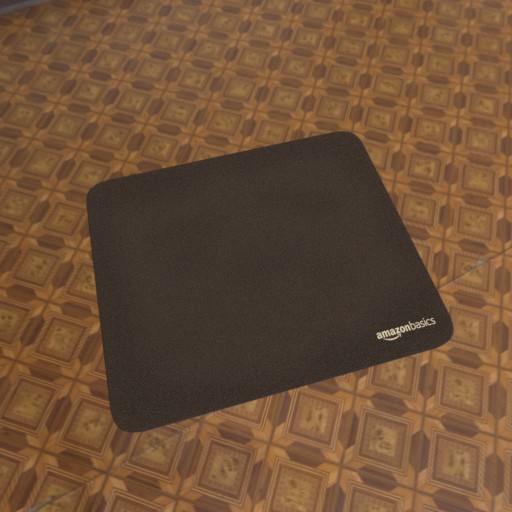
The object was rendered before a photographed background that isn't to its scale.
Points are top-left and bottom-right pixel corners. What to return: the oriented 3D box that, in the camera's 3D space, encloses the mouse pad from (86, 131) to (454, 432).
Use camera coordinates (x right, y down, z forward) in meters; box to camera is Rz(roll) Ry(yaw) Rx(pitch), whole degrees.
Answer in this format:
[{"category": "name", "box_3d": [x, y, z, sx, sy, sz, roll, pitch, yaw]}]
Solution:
[{"category": "mouse pad", "box_3d": [0.000, 0.000, 0.350, 0.249, 0.002, 0.211, -14, 63, -7]}]
